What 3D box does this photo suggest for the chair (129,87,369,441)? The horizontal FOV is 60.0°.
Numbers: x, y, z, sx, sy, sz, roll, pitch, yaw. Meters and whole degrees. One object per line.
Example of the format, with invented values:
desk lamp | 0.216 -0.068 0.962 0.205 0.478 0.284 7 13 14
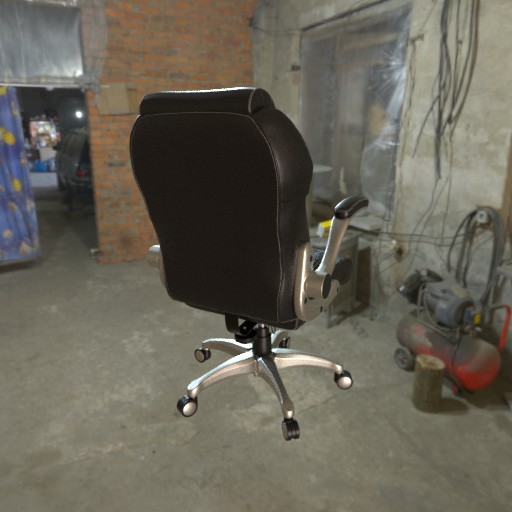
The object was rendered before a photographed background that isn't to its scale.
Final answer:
chair | 0.000 0.000 1.688 0.724 1.141 0.801 9 18 28
